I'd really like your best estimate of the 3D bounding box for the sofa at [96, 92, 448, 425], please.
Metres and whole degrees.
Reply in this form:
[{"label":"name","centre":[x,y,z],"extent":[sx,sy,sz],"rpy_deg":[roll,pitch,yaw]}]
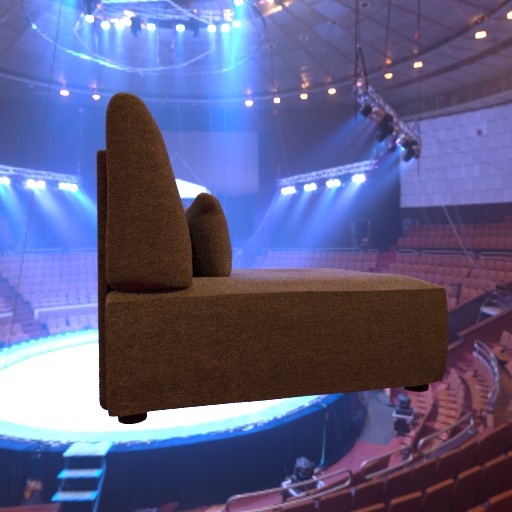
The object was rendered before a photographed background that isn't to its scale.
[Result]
[{"label":"sofa","centre":[0.000,0.000,1.523],"extent":[1.000,0.820,0.700],"rpy_deg":[0,1,-16]}]
